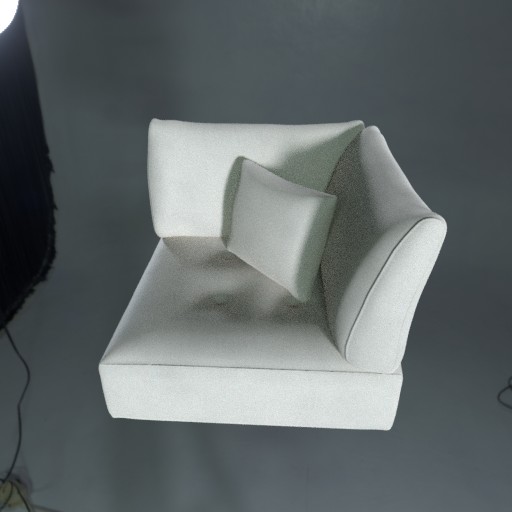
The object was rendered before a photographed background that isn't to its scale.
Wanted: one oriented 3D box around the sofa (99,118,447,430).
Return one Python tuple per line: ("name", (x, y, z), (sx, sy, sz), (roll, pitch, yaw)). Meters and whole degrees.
("sofa", (0.000, 0.000, 1.714), (1.000, 0.820, 1.000), (1, 31, 2))
